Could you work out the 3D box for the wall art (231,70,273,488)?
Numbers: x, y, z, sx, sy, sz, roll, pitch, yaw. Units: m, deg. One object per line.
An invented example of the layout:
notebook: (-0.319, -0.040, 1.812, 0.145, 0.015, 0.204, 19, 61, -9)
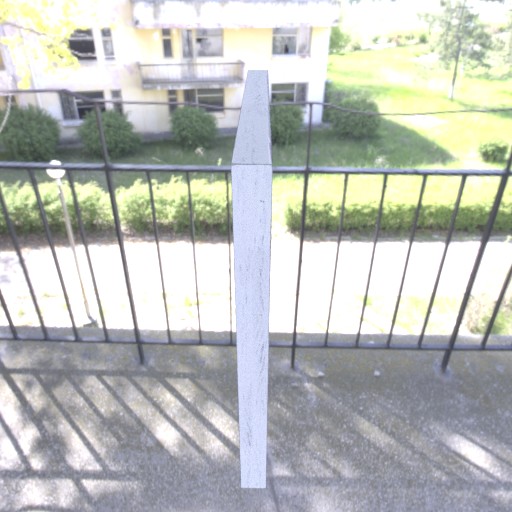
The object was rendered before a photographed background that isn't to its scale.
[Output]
wall art: (0.000, 0.000, 0.750, 0.038, 0.508, 0.508, 0, 32, 1)
